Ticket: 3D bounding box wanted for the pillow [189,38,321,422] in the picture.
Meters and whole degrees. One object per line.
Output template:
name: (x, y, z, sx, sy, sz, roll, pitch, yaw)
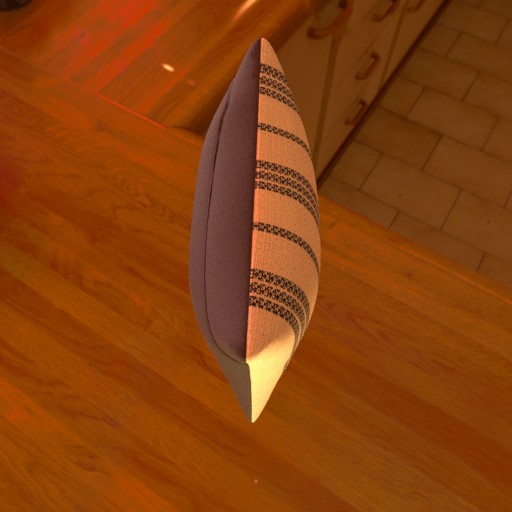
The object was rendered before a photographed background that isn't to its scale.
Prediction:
pillow: (0.000, 0.000, 0.635, 0.173, 0.406, 0.405, 2, 63, 1)
